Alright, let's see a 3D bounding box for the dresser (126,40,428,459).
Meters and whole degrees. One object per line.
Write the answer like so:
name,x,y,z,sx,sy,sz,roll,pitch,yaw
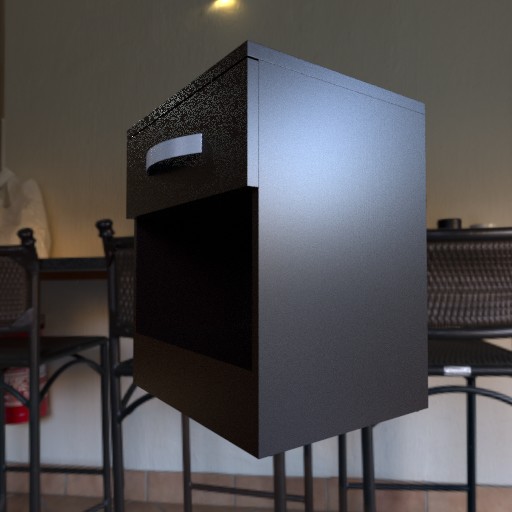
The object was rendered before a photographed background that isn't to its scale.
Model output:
dresser,0.000,0.000,0.741,0.360,0.470,0.400,1,-2,-35
